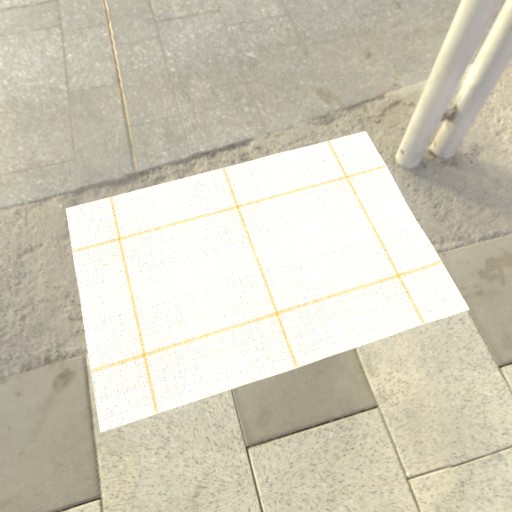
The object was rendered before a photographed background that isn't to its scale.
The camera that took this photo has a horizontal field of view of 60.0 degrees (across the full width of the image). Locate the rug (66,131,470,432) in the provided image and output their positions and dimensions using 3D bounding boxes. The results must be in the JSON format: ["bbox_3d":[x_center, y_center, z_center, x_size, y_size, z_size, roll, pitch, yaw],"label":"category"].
[{"bbox_3d":[0.000,0.000,2.327,1.825,0.015,1.232,-16,64,-8],"label":"rug"}]
